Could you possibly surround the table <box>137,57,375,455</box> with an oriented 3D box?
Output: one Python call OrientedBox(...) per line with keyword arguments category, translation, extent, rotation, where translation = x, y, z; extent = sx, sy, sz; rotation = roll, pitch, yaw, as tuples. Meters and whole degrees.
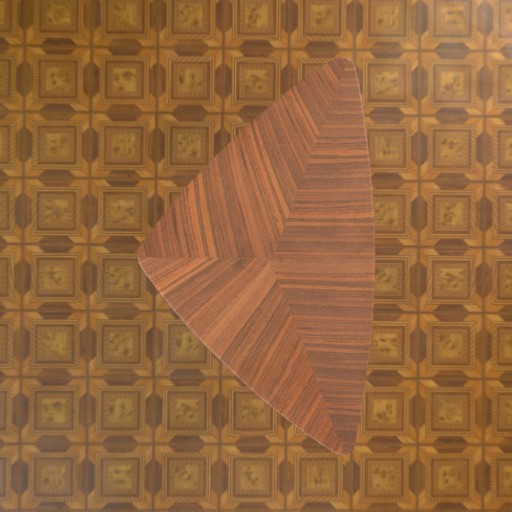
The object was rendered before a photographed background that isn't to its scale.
OrientedBox(category="table", translation=(0.000, 0.000, 1.302), extent=(0.601, 0.365, 1.008), rotation=(0, 90, 0))
